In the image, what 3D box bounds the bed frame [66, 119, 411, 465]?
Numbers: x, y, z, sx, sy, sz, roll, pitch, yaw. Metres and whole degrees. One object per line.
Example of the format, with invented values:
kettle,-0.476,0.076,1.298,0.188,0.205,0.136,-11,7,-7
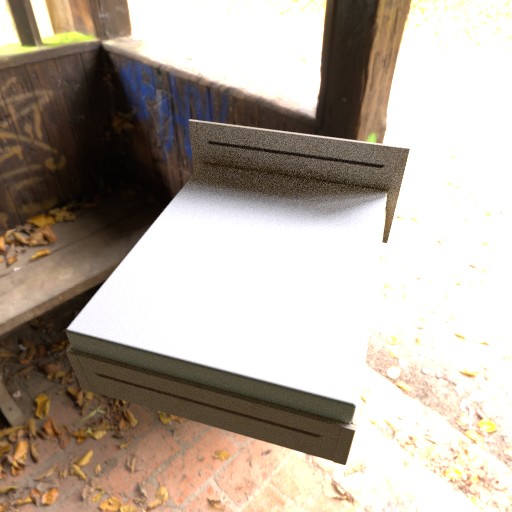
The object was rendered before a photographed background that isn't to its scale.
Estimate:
bed frame,0.000,0.000,3.057,1.800,0.900,2.080,11,41,13
